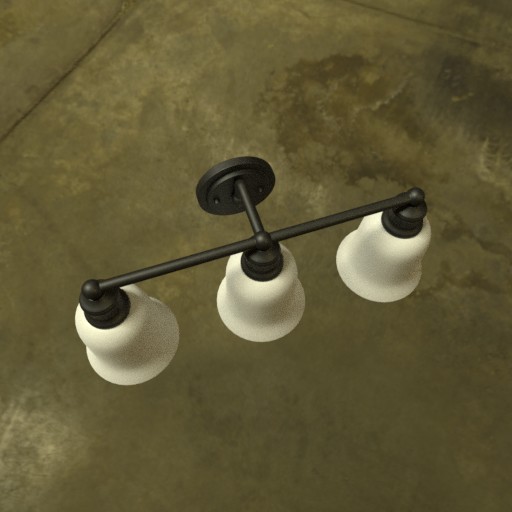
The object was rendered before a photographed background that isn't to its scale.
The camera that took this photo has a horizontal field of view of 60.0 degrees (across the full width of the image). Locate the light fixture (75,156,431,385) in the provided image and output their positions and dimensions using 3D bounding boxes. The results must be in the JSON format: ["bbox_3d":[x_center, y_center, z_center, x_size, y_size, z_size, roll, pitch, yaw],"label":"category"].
[{"bbox_3d":[0.000,0.000,0.647,0.570,0.211,0.198,-16,64,-8],"label":"light fixture"}]
